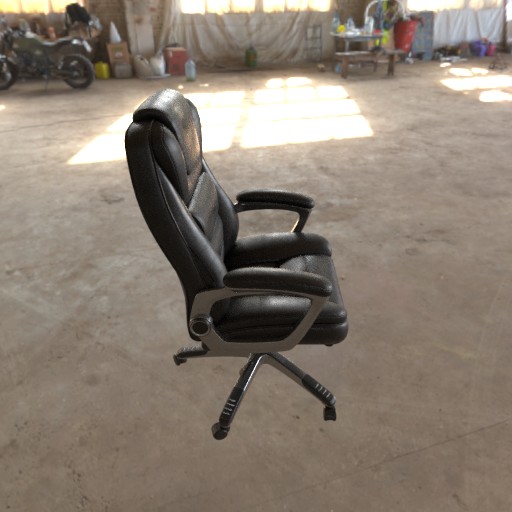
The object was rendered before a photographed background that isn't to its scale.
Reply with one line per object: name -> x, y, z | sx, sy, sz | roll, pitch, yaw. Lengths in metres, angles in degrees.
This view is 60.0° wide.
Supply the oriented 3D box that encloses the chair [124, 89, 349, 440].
chair -> 0.000, 0.000, 1.541 | 0.689, 1.075, 0.697 | 1, 31, 1
